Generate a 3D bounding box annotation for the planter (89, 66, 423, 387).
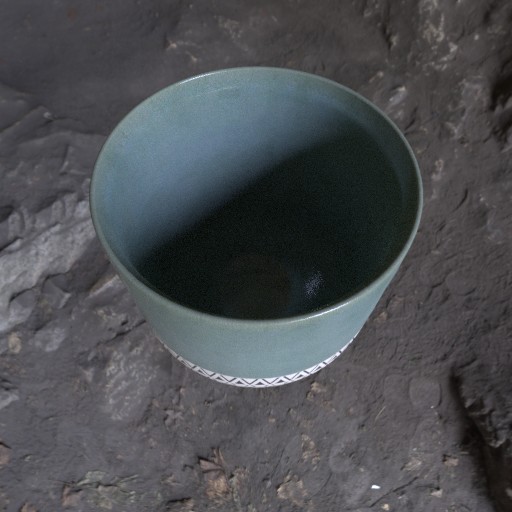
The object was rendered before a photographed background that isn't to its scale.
[{"bbox_3d":[0.000,0.000,0.473,0.266,0.270,0.266,0,59,0],"label":"planter"}]
